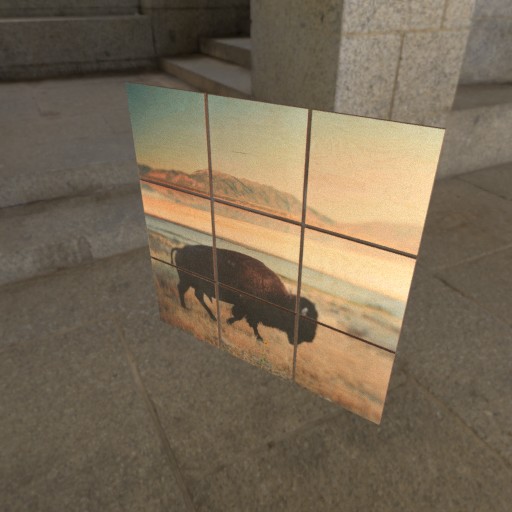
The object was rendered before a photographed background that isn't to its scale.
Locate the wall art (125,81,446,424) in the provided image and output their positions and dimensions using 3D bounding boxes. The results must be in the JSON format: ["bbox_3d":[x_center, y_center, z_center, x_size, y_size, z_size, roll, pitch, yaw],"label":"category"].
[{"bbox_3d":[0.000,0.000,1.797,1.221,1.218,0.019,19,36,28],"label":"wall art"}]
